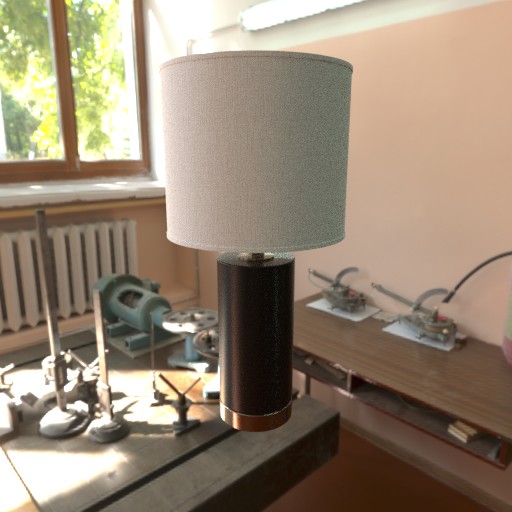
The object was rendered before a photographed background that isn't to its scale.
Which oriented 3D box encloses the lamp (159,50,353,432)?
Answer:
[{"bbox_3d":[0.000,0.000,0.617,0.241,0.482,0.240,-2,14,-9],"label":"lamp"}]
